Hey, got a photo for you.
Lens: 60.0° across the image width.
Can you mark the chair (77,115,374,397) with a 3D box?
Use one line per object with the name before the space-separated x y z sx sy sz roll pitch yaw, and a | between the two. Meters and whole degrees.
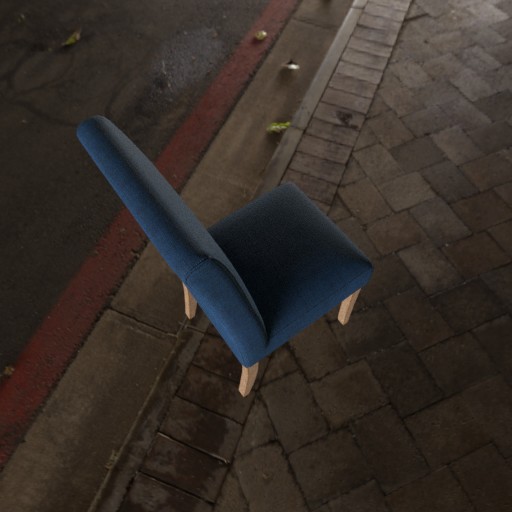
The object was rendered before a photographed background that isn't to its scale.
chair | 0.000 0.000 1.322 0.610 1.029 0.450 -31 63 -18
